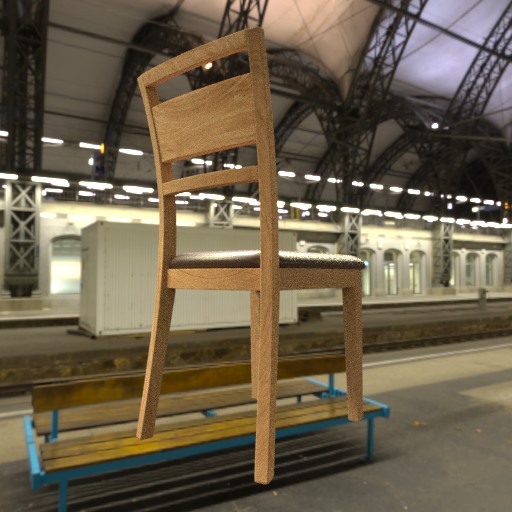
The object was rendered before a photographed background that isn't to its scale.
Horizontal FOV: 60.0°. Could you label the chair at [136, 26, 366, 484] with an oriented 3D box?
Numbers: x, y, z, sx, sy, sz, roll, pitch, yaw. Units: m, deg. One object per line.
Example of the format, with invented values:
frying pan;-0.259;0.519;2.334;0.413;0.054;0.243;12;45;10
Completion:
chair;0.000;0.000;1.215;0.420;0.940;0.545;-2;-3;38
